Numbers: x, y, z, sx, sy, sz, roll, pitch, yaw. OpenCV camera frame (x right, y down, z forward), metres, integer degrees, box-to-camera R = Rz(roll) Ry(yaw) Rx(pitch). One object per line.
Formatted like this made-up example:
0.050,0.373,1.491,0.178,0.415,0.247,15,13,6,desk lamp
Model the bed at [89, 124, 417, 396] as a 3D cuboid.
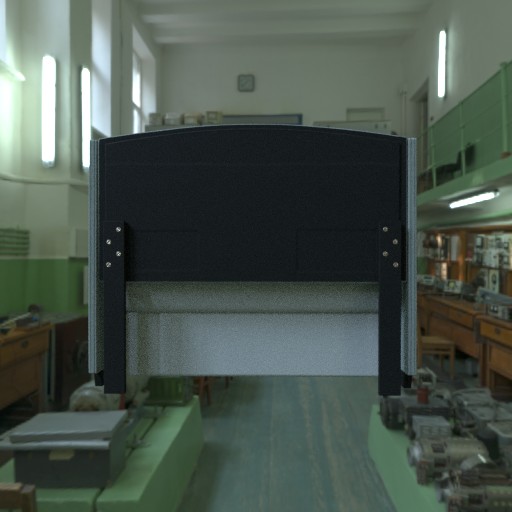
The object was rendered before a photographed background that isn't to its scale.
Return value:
0.000,0.000,3.393,1.710,1.407,2.237,0,1,1,bed
